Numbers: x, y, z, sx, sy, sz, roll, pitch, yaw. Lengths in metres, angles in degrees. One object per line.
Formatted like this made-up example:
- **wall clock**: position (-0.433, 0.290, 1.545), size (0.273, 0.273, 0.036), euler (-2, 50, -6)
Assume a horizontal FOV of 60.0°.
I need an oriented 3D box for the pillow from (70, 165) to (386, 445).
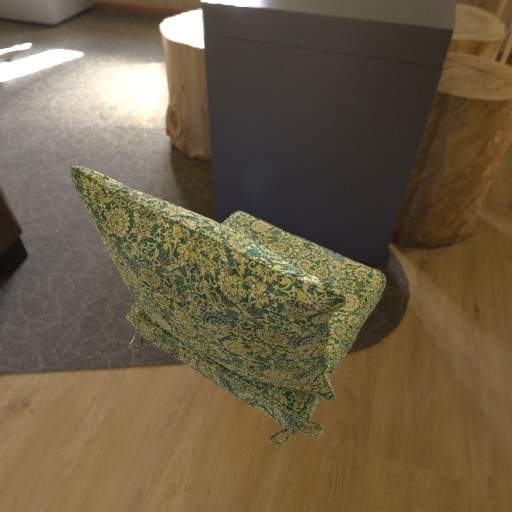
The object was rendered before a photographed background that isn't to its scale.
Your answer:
- **pillow**: position (0.000, 0.000, 1.386), size (0.798, 0.722, 0.740), euler (25, 51, 23)
